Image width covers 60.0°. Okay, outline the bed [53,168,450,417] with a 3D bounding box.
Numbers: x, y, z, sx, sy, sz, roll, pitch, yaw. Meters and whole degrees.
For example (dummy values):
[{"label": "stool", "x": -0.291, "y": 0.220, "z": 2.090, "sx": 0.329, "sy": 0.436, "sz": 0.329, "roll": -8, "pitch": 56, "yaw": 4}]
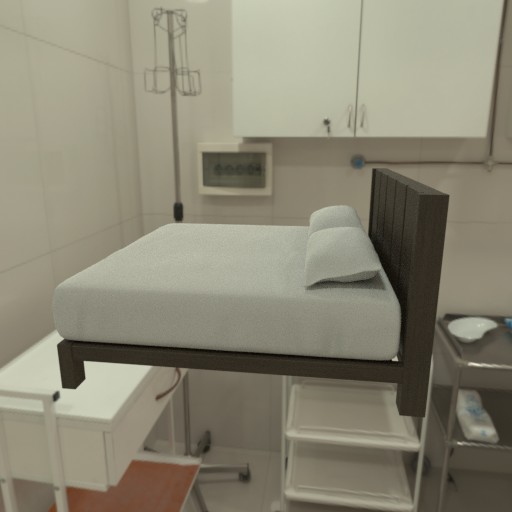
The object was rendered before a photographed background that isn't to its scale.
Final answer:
[{"label": "bed", "x": 0.000, "y": 0.000, "z": 3.527, "sx": 2.238, "sy": 1.261, "sz": 2.143, "roll": 2, "pitch": 15, "yaw": 8}]
